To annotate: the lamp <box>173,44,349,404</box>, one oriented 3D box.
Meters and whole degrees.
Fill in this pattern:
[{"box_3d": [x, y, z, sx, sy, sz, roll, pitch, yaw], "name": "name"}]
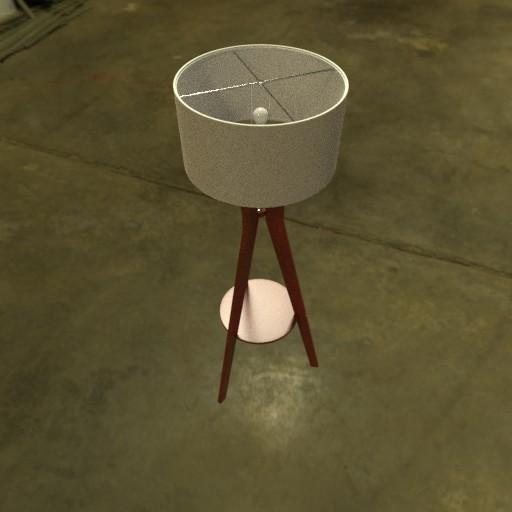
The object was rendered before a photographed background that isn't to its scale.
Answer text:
[{"box_3d": [0.000, 0.000, 1.762, 0.539, 1.472, 0.542, -16, 49, -15], "name": "lamp"}]
